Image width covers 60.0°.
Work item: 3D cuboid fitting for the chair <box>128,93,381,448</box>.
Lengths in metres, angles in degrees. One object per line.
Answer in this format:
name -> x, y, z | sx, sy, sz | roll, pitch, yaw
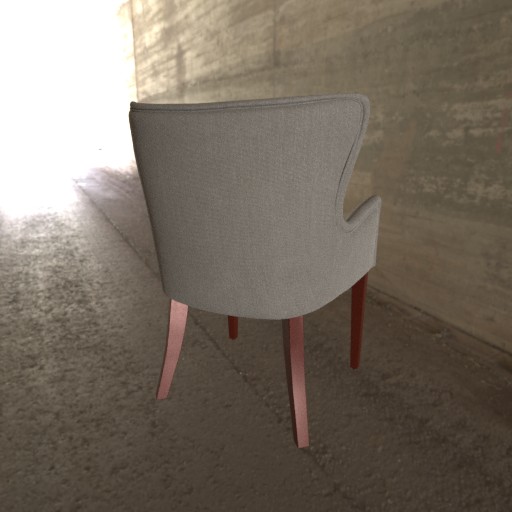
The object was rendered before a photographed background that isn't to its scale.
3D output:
chair -> 0.000, 0.000, 1.432 | 0.732, 0.948, 0.677 | 8, 17, 27
